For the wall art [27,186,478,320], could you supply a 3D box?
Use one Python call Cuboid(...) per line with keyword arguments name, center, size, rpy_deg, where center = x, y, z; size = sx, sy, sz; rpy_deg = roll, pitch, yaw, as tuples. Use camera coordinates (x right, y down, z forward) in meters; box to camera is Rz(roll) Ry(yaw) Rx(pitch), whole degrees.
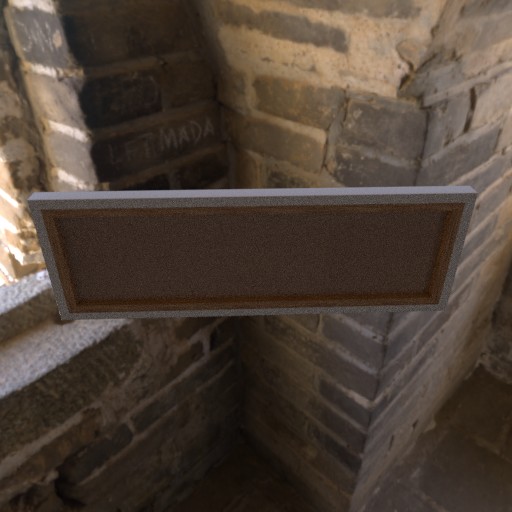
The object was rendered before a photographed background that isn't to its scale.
Cuboid(name="wall art", center=(0.000, 0.000, 0.833), size=(0.766, 0.256, 0.036), rpy_deg=(-1, 31, -2))
